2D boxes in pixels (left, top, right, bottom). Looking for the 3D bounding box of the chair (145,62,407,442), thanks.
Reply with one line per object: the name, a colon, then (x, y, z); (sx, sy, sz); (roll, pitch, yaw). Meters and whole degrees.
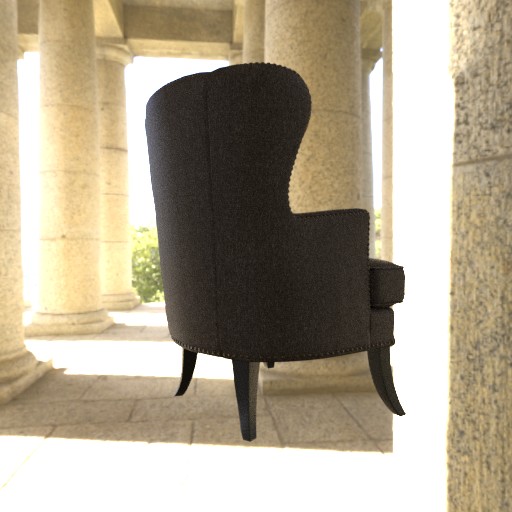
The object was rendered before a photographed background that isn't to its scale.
chair: (0.000, 0.000, 1.584); (0.758, 1.060, 0.759); (0, 1, -35)
